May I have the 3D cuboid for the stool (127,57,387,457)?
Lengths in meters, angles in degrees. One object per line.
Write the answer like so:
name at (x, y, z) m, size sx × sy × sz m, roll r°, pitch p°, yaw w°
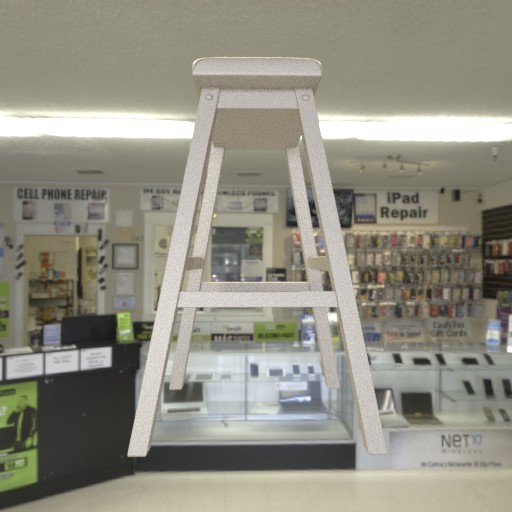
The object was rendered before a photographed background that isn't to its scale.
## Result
stool at (0.000, 0.000, 1.043) m, size 0.476 × 0.737 × 0.457 m, roll 0°, pitch -1°, yaw -1°
